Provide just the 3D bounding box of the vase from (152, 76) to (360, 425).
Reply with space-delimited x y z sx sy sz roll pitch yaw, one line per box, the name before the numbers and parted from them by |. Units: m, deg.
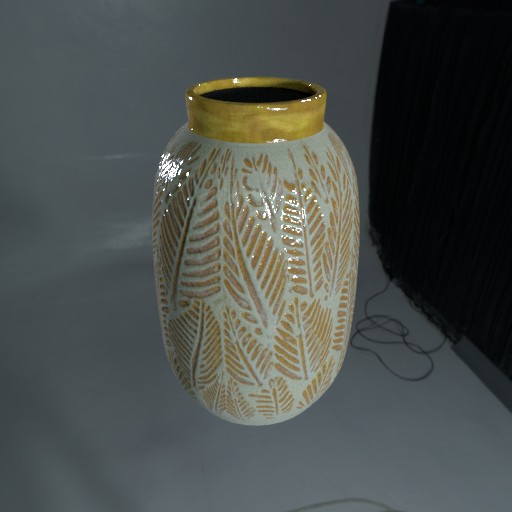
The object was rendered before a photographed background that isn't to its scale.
vase | 0.000 0.000 0.375 0.172 0.270 0.172 0 32 0
